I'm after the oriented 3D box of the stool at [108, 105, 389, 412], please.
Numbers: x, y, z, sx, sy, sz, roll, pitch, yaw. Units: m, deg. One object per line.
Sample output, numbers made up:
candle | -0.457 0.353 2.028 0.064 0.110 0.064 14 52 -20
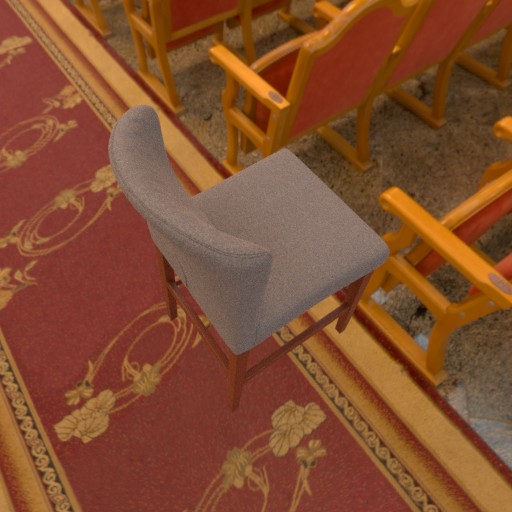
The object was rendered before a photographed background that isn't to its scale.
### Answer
stool | 0.000 0.000 1.271 0.568 0.968 0.481 -31 63 -18
